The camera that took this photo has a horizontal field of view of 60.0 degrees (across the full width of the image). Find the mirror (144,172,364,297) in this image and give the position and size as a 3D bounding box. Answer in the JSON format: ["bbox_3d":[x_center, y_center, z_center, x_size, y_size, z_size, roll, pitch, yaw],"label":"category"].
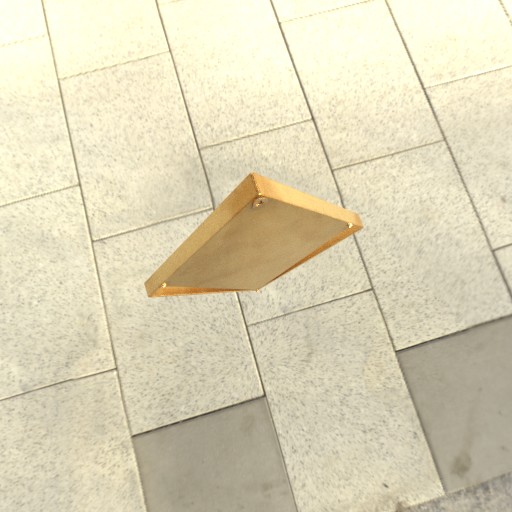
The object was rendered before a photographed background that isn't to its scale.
[{"bbox_3d":[0.000,0.000,0.819,0.419,0.679,0.032,-18,77,-4],"label":"mirror"}]
